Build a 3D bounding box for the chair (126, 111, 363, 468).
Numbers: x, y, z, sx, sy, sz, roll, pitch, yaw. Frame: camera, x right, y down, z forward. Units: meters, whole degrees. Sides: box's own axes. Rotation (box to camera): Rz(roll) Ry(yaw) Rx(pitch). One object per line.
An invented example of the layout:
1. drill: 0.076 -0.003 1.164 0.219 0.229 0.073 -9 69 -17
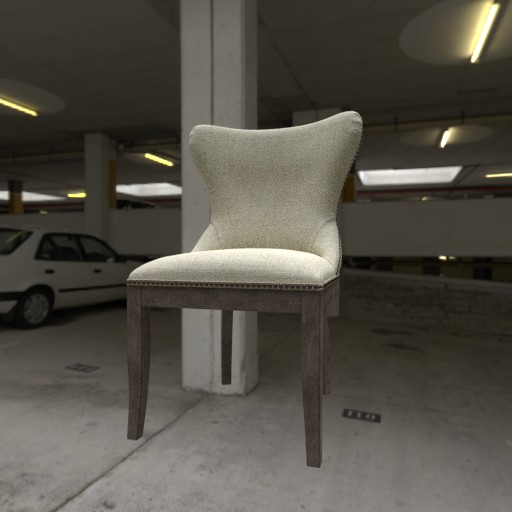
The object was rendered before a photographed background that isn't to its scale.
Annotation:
1. chair: 0.000 0.000 1.452 0.654 1.002 0.681 0 1 18
